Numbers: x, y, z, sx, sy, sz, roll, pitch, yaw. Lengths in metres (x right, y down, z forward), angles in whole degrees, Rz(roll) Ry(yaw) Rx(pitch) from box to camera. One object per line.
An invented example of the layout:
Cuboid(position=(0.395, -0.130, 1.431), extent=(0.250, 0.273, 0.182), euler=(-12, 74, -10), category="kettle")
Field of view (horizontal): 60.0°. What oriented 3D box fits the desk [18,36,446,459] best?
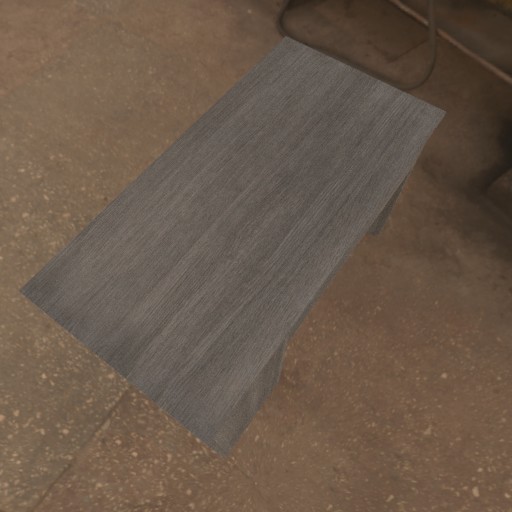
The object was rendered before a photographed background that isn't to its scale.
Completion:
Cuboid(position=(0.000, 0.000, 1.477), extent=(0.560, 0.735, 1.097), euler=(33, 67, 16), category="desk")
